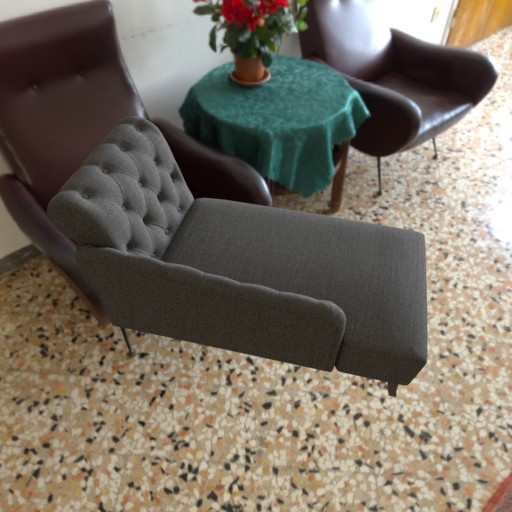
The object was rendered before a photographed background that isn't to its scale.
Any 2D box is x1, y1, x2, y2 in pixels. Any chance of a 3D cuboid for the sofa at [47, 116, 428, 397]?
[{"bbox_3d":[0.000,0.000,1.832,1.379,0.787,0.675,10,48,9],"label":"sofa"}]
